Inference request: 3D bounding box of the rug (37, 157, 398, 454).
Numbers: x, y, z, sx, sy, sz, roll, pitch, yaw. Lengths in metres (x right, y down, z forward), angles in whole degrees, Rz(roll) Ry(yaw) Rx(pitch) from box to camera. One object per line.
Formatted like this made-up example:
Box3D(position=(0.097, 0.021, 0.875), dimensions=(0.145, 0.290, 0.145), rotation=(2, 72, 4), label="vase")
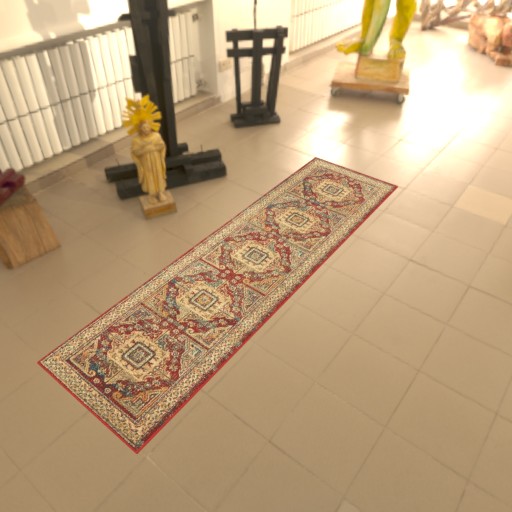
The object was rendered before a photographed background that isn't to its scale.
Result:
Box3D(position=(0.000, 0.000, 2.470), dimensions=(0.659, 0.015, 2.292), rotation=(27, 48, 27), label="rug")
